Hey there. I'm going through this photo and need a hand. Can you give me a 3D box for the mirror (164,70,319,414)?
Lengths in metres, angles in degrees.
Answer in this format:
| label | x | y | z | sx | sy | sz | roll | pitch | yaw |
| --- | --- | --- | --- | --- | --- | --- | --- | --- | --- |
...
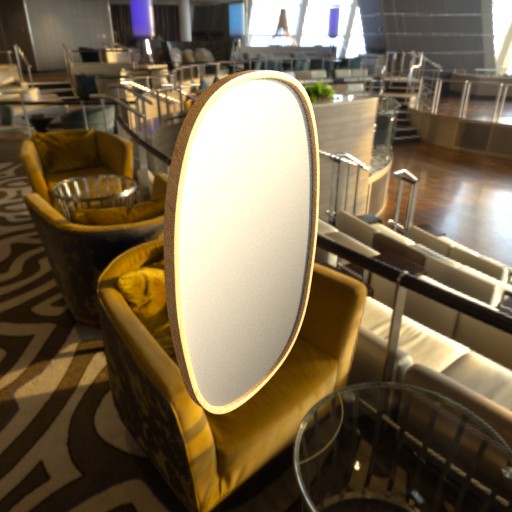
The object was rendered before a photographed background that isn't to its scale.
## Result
| label | x | y | z | sx | sy | sz | roll | pitch | yaw |
| --- | --- | --- | --- | --- | --- | --- | --- | --- | --- |
| mirror | 0.000 | 0.000 | 1.389 | 0.037 | 1.075 | 0.724 | 18 | 31 | 32 |
